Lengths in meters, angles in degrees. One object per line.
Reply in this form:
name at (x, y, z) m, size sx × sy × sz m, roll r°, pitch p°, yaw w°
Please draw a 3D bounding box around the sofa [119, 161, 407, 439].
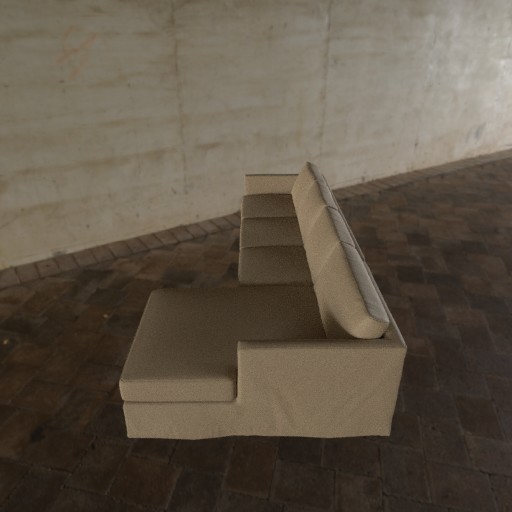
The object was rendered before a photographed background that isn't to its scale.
sofa at (0.000, 0.000, 3.895) m, size 1.622 × 0.871 × 3.206 m, roll 0°, pitch 28°, yaw -1°
